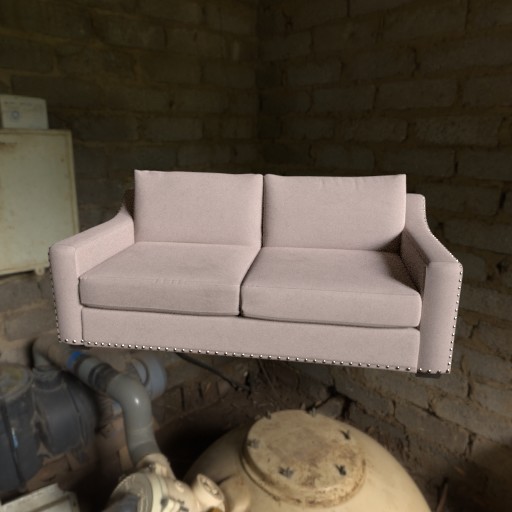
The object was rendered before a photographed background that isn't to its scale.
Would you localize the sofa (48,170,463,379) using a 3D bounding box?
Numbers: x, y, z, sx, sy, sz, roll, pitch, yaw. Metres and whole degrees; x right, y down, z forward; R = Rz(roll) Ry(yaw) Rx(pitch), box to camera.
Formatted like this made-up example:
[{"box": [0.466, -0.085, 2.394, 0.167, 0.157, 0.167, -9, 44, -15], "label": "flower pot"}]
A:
[{"box": [0.000, 0.000, 2.536, 1.967, 0.901, 1.030, 3, 16, 9], "label": "sofa"}]
